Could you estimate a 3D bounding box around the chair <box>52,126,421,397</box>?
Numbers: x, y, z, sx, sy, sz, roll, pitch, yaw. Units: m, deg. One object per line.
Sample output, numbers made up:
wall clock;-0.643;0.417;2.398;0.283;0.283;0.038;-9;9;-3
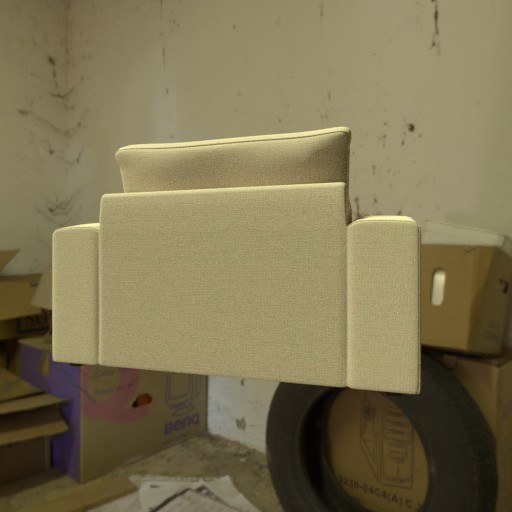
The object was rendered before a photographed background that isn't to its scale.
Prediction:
chair;0.000;0.000;2.061;1.398;0.915;1.039;0;0;18
